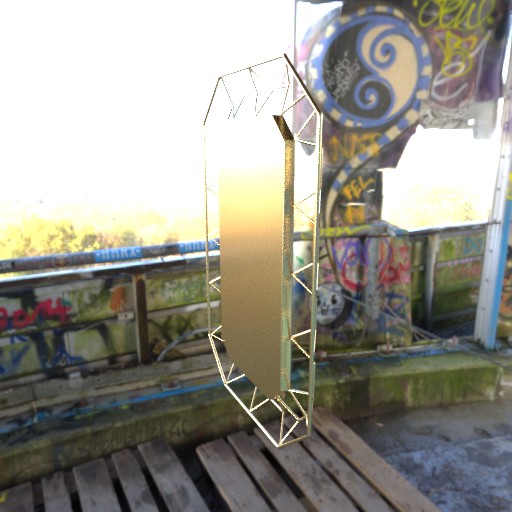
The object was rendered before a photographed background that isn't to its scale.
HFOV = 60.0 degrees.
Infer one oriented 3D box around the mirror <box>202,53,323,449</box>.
[{"bbox_3d":[0.000,0.000,1.092,0.051,0.870,0.572,-7,16,-26],"label":"mirror"}]
